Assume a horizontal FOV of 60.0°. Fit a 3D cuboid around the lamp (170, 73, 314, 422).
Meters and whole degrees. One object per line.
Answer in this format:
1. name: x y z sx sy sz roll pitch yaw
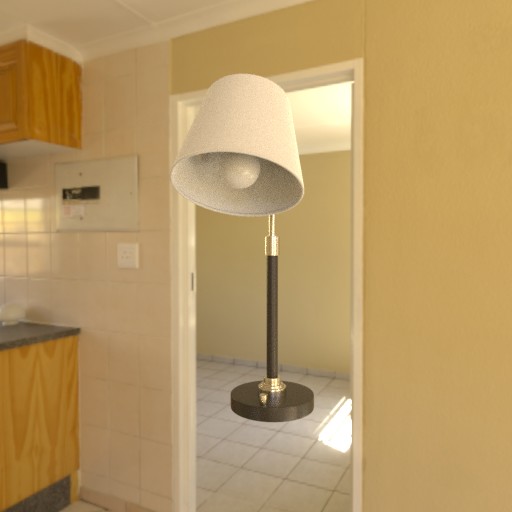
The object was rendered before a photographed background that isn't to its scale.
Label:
1. lamp: 0.000 0.000 0.687 0.181 0.539 0.348 0 1 17
